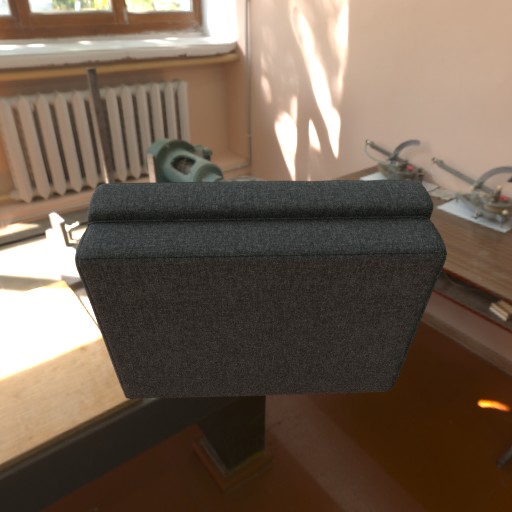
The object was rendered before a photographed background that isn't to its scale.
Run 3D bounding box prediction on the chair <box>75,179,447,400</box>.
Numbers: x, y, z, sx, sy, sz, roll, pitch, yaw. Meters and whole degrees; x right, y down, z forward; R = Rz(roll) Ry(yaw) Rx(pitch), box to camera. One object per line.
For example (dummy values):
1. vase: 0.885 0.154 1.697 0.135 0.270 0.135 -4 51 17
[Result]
1. chair: 0.000 0.000 1.295 0.740 0.615 0.800 -1 30 -2
